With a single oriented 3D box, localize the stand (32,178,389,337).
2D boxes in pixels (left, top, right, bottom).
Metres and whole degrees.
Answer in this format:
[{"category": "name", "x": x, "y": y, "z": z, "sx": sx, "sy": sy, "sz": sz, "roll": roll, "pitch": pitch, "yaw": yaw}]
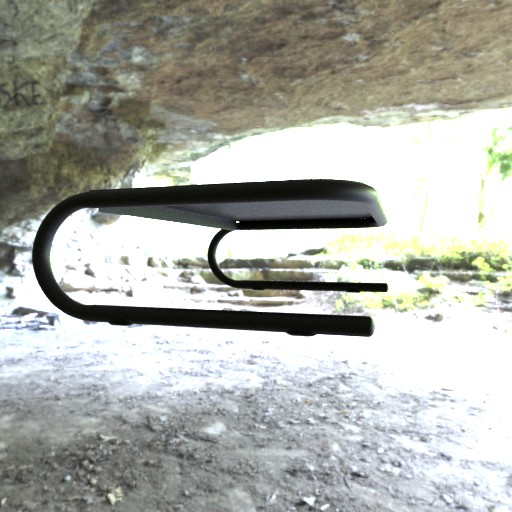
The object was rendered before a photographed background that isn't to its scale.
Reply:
[{"category": "stand", "x": 0.000, "y": 0.000, "z": 0.502, "sx": 0.280, "sy": 0.108, "sz": 0.370, "roll": 0, "pitch": 0, "yaw": 18}]
